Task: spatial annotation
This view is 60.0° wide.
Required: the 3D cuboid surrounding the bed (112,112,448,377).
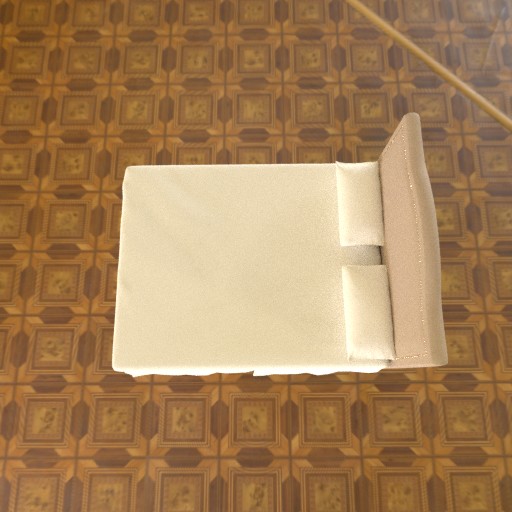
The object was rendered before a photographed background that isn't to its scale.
[{"bbox_3d":[0.000,0.000,3.459,2.282,1.436,1.821,-1,76,0],"label":"bed"}]
